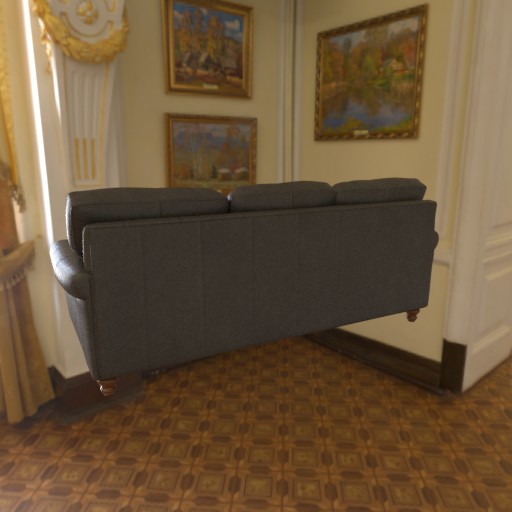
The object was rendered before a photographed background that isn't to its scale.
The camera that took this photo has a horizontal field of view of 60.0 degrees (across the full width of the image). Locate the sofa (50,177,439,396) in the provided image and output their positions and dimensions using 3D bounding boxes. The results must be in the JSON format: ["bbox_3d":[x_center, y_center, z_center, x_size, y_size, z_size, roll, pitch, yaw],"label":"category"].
[{"bbox_3d":[0.000,0.000,2.854,2.387,0.977,0.974,-7,15,-27],"label":"sofa"}]
